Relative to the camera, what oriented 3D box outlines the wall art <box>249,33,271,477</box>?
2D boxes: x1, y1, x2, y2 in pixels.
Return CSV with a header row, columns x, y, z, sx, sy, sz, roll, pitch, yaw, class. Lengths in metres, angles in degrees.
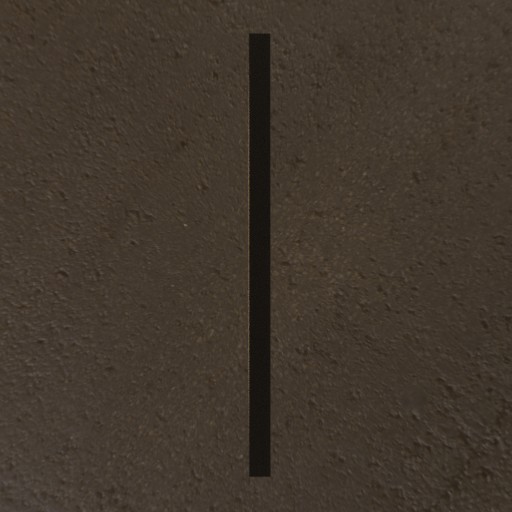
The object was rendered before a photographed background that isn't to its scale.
x,y,z,sx,sy,sz,roll,pitch,yaw,class
0.000,0.000,1.141,0.037,0.760,0.762,0,90,-1,wall art
